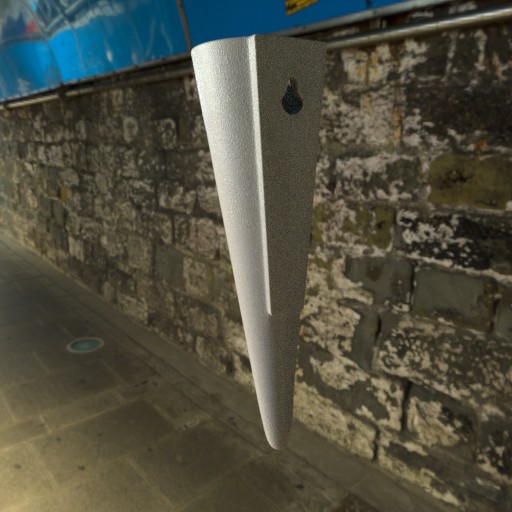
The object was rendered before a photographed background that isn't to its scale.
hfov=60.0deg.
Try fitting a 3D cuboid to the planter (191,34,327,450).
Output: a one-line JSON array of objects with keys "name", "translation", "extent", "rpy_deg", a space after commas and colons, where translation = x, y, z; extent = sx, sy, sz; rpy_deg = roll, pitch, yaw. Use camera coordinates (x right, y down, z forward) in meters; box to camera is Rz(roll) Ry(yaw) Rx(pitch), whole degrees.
[{"name": "planter", "translation": [0.000, 0.000, 0.225], "extent": [0.057, 0.191, 0.064], "rpy_deg": [-7, 16, -27]}]
